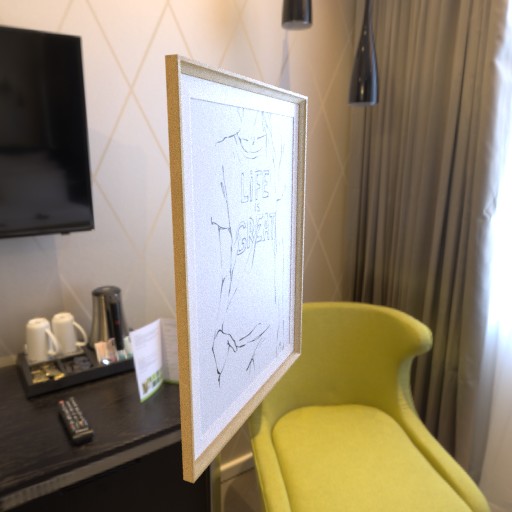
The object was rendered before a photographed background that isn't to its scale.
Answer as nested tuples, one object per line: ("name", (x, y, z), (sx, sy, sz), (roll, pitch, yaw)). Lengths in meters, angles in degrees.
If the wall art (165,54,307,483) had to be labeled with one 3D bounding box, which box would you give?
("wall art", (0.000, 0.000, 1.356), (0.030, 1.002, 0.798), (6, 15, 25))
